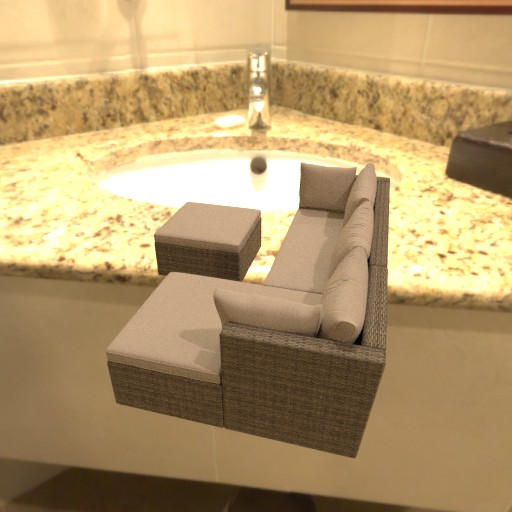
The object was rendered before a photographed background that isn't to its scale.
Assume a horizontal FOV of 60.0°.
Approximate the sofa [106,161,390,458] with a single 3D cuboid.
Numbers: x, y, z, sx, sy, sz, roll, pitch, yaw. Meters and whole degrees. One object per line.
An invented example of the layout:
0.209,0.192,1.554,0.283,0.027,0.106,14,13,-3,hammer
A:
0.000,0.000,2.981,1.662,0.766,2.192,8,31,13,sofa
